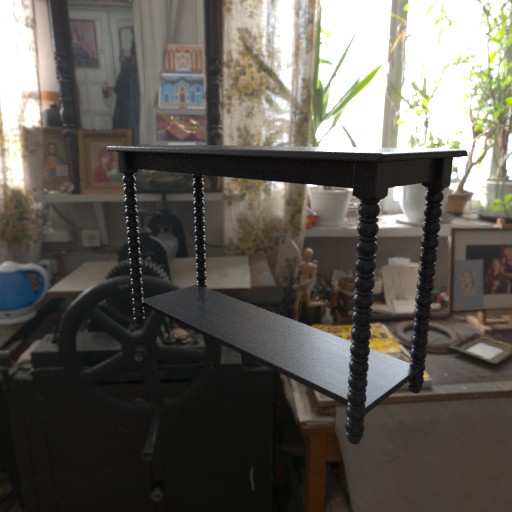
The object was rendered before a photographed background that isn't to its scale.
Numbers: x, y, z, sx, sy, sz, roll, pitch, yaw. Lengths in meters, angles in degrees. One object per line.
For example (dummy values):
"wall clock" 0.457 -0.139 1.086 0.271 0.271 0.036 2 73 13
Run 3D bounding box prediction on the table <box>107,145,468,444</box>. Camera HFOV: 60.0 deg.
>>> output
"table" 0.000 0.000 1.544 0.459 0.735 1.184 -14 20 -43
